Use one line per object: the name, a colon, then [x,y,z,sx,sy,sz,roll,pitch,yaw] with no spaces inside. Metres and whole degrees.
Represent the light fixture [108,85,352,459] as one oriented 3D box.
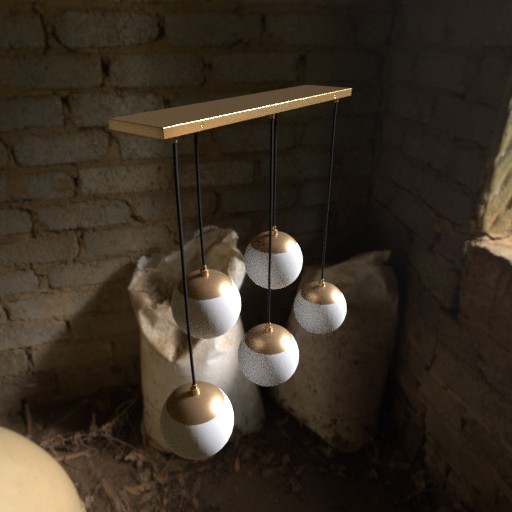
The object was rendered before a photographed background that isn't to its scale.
light fixture: [0.000,0.000,1.298,0.299,0.869,0.863,19,32,32]
